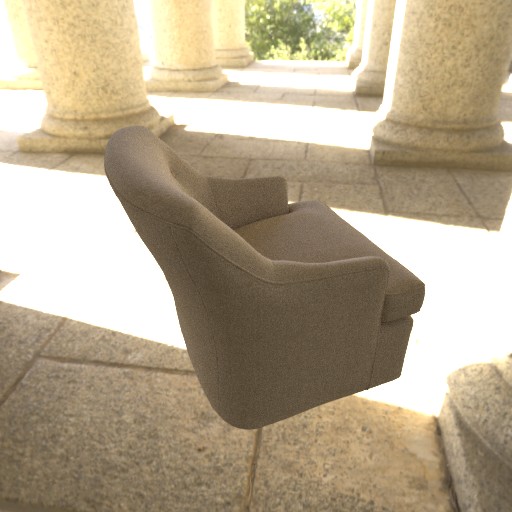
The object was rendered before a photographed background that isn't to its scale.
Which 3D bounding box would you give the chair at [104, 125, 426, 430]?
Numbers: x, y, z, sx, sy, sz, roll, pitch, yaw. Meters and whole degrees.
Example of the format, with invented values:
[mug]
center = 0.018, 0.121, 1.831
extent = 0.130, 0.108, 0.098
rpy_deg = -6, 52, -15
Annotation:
[chair]
center = 0.000, 0.000, 1.594
extent = 0.923, 0.856, 0.864
rpy_deg = -11, 32, -18
